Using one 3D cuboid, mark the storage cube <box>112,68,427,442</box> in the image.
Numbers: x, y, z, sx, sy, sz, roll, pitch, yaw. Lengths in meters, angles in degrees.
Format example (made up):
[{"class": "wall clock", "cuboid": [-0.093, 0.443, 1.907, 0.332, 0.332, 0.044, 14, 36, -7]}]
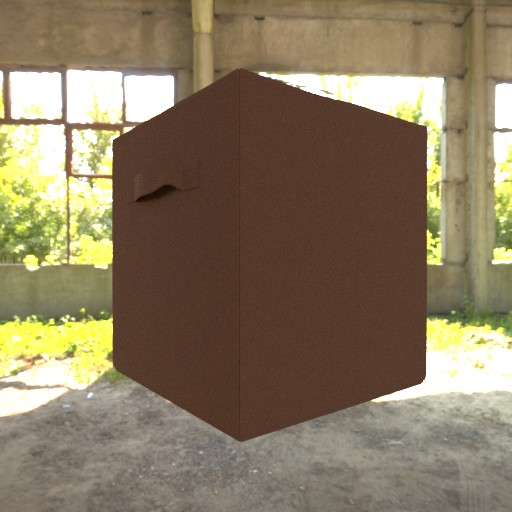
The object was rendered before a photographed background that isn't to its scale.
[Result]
[{"class": "storage cube", "cuboid": [0.000, 0.000, 0.503, 0.270, 0.280, 0.270, 0, 1, -38]}]
